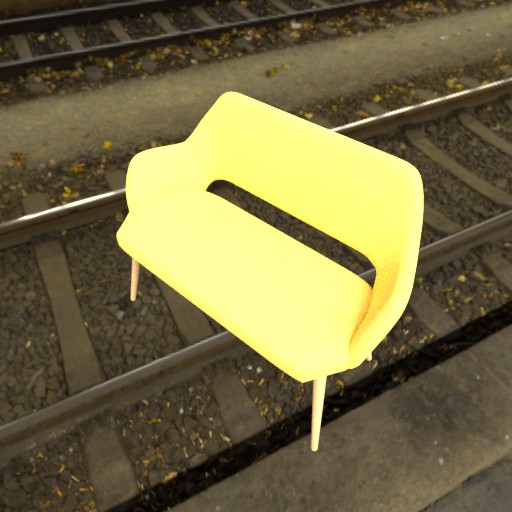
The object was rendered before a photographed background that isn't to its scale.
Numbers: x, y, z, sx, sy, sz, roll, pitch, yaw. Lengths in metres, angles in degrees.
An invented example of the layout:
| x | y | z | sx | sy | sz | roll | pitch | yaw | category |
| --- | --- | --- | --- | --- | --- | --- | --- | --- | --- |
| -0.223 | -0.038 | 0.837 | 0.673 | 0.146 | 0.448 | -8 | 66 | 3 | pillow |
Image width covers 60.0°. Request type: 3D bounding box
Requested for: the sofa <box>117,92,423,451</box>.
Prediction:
| x | y | z | sx | sy | sz | roll | pitch | yaw | category |
| --- | --- | --- | --- | --- | --- | --- | --- | --- | --- |
| 0.000 | 0.000 | 1.642 | 1.150 | 0.840 | 0.610 | 32 | 53 | 28 | sofa |
